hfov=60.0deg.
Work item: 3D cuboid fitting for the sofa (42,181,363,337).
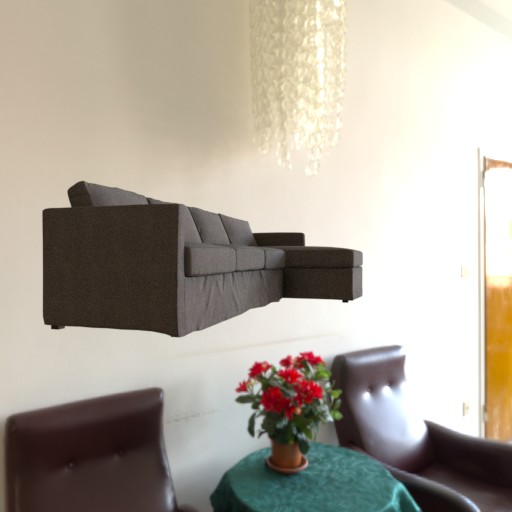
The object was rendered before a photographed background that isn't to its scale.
[{"bbox_3d":[0.000,0.000,3.897,1.650,0.922,3.205,0,0,18],"label":"sofa"}]
